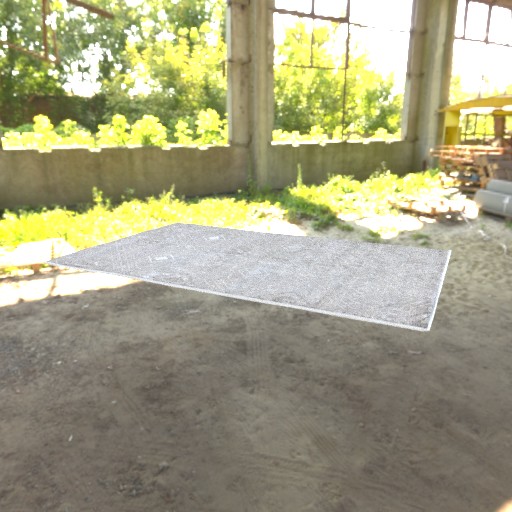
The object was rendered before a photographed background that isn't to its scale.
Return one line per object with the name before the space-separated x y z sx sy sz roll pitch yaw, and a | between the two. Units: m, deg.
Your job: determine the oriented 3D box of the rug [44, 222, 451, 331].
rug | 0.000 0.000 3.117 2.447 0.036 1.537 7 17 25
